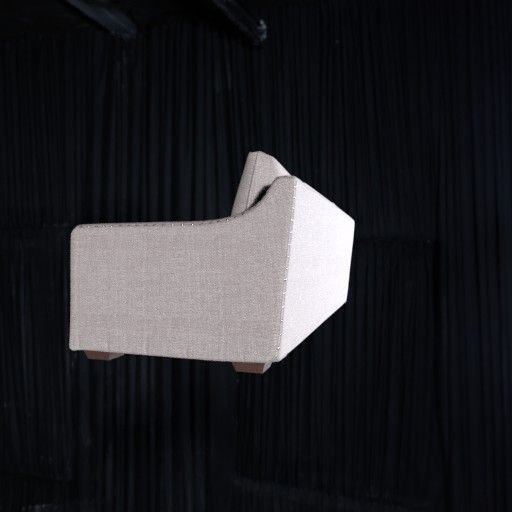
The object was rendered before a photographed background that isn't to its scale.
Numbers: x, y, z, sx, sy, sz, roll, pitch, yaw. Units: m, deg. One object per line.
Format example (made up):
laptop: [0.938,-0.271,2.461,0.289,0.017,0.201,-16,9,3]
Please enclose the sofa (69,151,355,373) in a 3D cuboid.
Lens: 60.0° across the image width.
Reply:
sofa: [0.000,0.000,2.745,1.000,0.857,2.208,0,0,18]
